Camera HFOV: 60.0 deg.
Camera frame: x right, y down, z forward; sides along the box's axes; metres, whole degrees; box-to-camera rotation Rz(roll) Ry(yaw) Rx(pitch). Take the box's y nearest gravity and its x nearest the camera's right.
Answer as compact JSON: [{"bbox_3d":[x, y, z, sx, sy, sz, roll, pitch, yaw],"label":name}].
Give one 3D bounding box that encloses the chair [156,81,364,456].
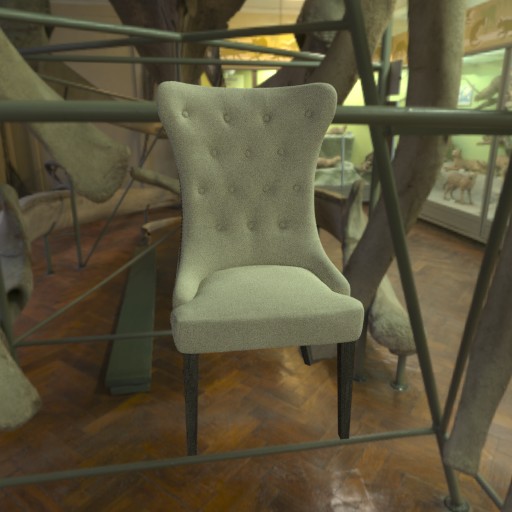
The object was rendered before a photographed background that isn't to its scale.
[{"bbox_3d":[0.000,0.000,1.422,0.584,1.065,0.590,-3,18,-8],"label":"chair"}]
